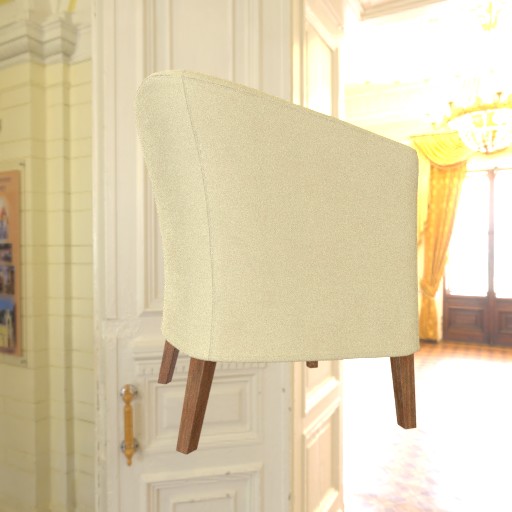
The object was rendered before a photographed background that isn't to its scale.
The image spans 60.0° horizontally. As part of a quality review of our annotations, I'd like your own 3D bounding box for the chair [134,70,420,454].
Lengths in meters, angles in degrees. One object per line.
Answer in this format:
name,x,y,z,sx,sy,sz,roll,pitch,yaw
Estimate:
chair,0.000,0.000,1.249,0.657,0.822,0.643,0,1,-17
